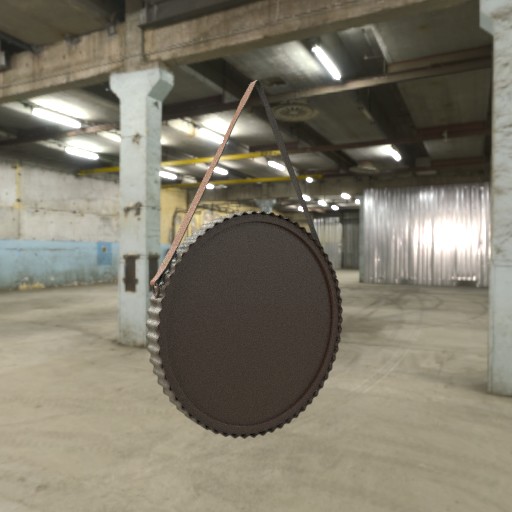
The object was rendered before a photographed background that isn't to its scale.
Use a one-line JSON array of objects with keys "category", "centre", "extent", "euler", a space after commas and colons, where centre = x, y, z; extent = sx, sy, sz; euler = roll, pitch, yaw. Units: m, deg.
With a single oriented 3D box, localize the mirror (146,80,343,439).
[{"category": "mirror", "centre": [0.000, 0.000, 0.717], "extent": [0.355, 0.568, 0.042], "euler": [0, 0, -35]}]
